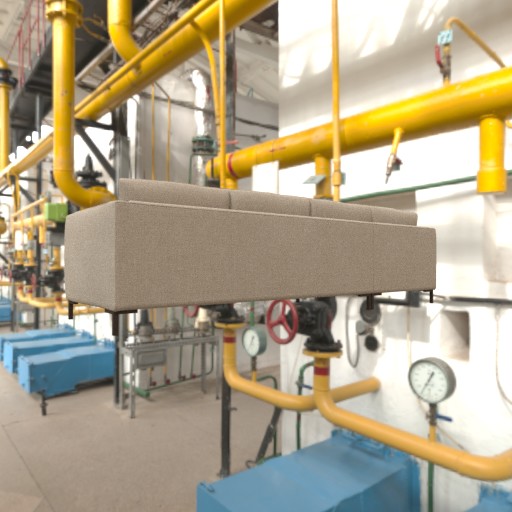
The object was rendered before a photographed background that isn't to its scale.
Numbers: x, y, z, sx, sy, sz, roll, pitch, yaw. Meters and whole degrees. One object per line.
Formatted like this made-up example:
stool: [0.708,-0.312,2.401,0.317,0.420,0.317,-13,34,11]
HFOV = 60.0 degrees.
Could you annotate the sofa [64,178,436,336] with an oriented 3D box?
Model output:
sofa: [0.000,0.000,3.571,2.923,0.816,1.469,1,-1,-38]
